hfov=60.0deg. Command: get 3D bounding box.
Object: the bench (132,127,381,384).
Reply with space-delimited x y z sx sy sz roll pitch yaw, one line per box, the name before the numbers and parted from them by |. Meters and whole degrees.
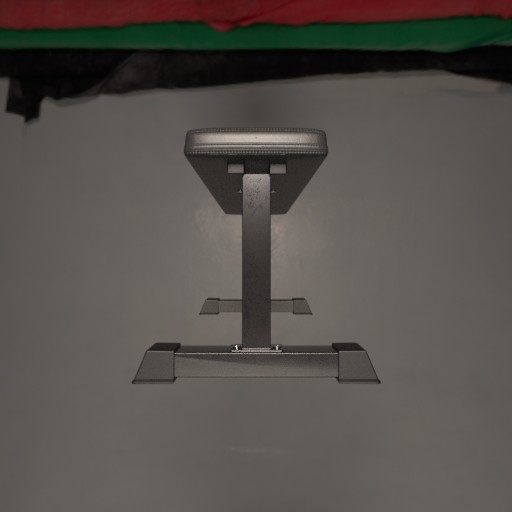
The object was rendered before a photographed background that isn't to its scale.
bench | 0.000 0.000 1.288 0.439 0.453 1.072 0 0 0
